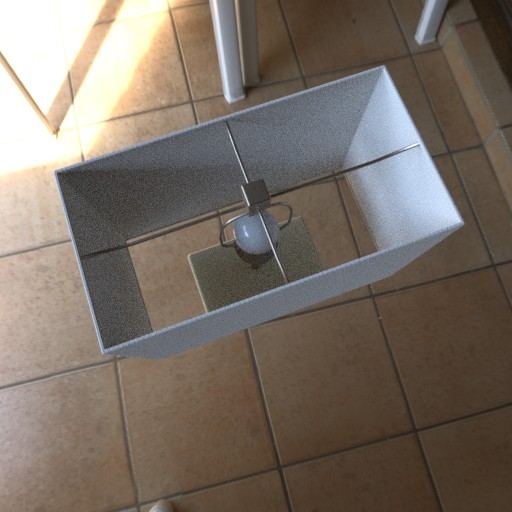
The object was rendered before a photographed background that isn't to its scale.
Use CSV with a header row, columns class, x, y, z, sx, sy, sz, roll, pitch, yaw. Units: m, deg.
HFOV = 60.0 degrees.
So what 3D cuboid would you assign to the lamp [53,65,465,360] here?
class,x,y,z,sx,sy,sz,roll,pitch,yaw
lamp,0.000,0.000,0.693,0.380,0.515,0.200,-19,76,-5
